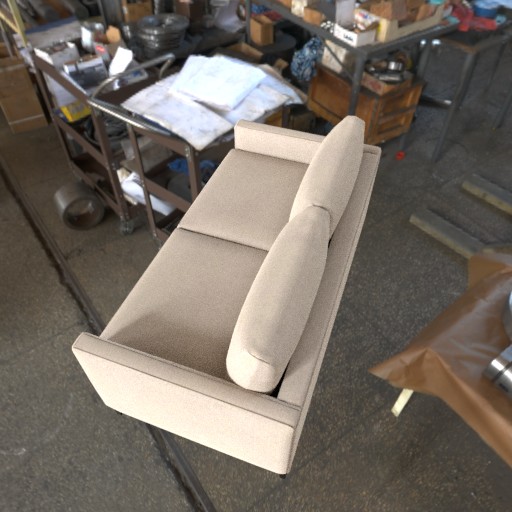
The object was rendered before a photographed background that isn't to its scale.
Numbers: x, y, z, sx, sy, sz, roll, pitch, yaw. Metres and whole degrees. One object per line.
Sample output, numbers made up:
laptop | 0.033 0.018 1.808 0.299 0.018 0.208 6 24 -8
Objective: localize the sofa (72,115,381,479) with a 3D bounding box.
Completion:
sofa | 0.000 0.000 2.164 0.875 0.840 1.682 15 50 13
